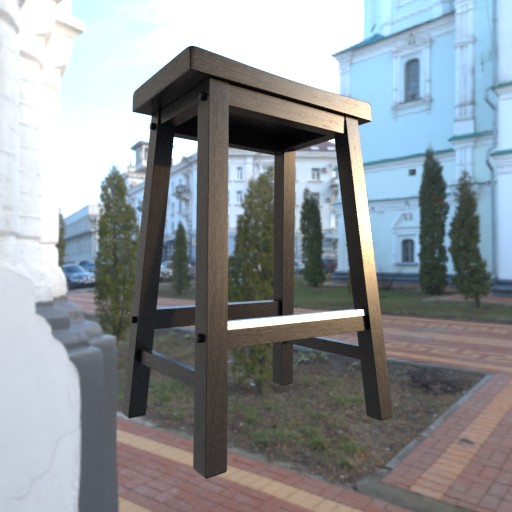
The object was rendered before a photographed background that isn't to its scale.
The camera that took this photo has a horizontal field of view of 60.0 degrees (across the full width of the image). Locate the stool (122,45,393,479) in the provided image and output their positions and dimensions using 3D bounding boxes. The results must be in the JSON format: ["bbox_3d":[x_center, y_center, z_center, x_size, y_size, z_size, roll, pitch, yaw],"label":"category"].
[{"bbox_3d":[0.000,0.000,0.850,0.406,0.610,0.322,1,-1,-36],"label":"stool"}]
